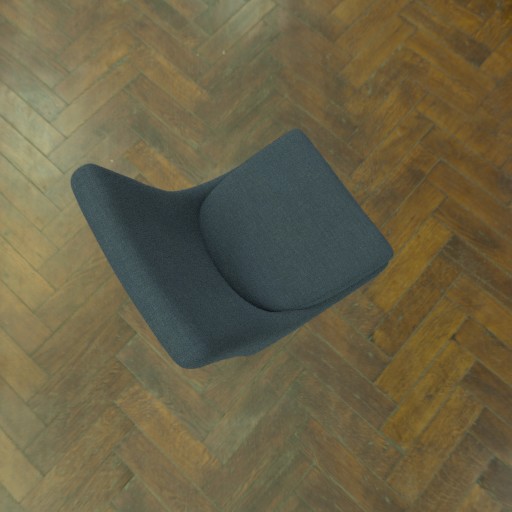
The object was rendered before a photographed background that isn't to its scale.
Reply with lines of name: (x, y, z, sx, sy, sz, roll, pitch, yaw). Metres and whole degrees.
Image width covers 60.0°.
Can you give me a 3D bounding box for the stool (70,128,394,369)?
stool: (0.000, 0.000, 1.249, 0.577, 0.981, 0.470, -33, 77, -8)
